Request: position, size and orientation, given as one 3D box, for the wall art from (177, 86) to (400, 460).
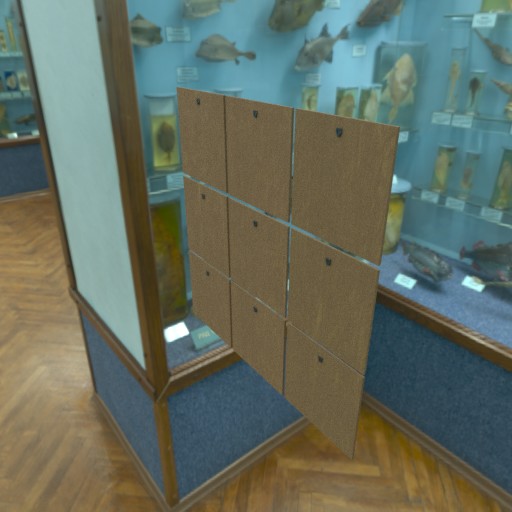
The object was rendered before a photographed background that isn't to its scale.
[{"bbox_3d":[0.000,0.000,2.291,0.023,1.522,1.526,-18,32,-32],"label":"wall art"}]
